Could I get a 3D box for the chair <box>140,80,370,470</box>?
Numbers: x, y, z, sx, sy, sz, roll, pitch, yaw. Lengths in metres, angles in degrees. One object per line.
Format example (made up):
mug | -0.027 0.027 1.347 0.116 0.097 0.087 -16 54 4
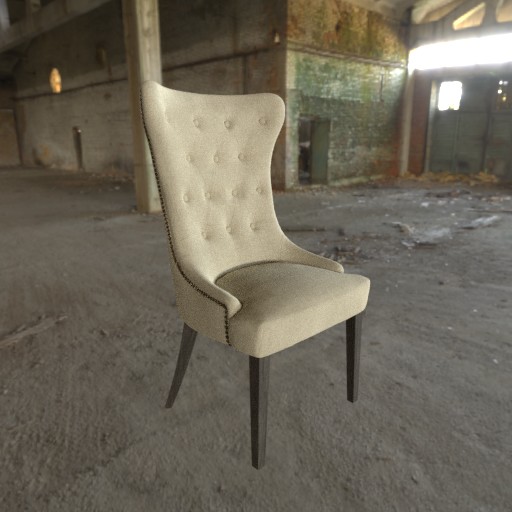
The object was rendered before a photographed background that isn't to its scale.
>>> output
chair | 0.000 0.000 1.448 0.584 1.065 0.590 -14 20 -43
